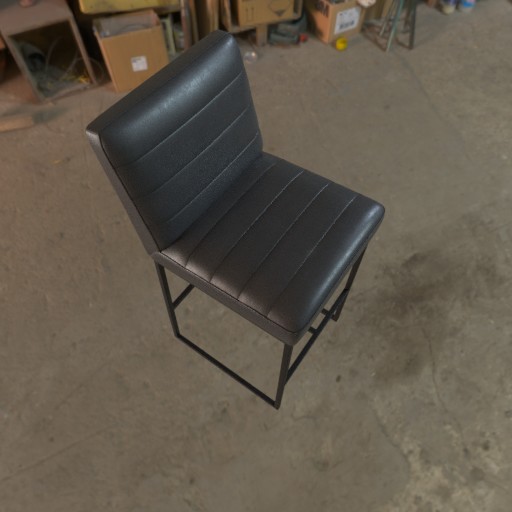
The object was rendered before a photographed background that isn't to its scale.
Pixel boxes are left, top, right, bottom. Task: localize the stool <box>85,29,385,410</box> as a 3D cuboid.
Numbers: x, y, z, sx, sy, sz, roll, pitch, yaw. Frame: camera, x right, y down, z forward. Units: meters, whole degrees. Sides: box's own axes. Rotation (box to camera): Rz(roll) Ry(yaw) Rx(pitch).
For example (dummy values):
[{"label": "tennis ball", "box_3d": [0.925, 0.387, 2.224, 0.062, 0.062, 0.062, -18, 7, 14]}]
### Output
[{"label": "stool", "box_3d": [0.000, 0.000, 1.326, 0.552, 1.040, 0.457, 31, 62, 18]}]
